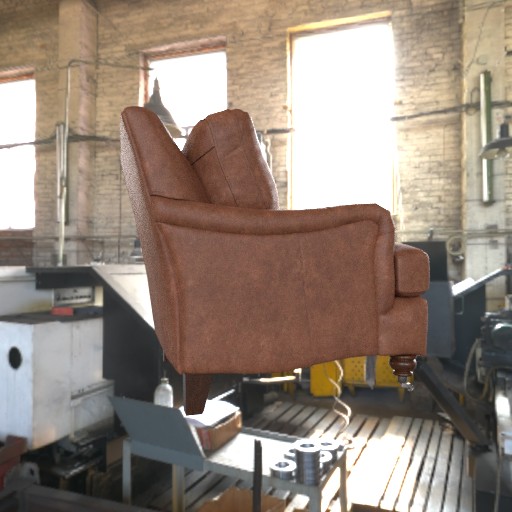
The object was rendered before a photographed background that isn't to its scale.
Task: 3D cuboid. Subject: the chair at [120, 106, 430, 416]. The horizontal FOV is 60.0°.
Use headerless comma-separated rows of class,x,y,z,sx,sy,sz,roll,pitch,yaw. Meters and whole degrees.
chair,0.000,0.000,1.969,1.158,1.055,0.986,0,-1,-17
